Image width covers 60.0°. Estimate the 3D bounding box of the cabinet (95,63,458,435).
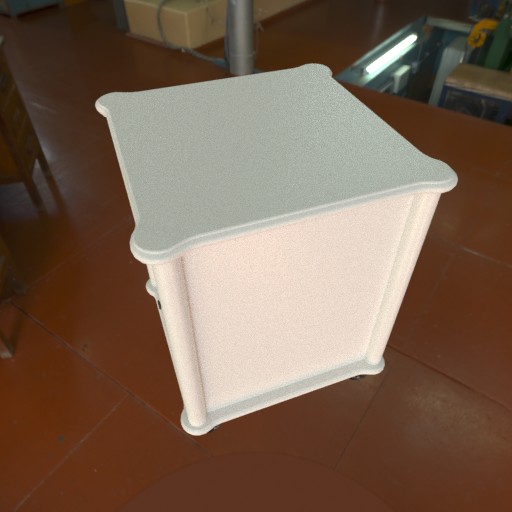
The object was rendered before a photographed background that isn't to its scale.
[{"bbox_3d":[0.000,0.000,1.225,0.627,0.761,0.628,-15,46,-14],"label":"cabinet"}]
